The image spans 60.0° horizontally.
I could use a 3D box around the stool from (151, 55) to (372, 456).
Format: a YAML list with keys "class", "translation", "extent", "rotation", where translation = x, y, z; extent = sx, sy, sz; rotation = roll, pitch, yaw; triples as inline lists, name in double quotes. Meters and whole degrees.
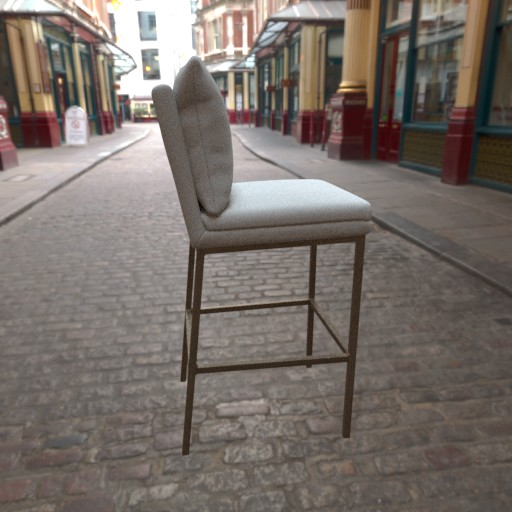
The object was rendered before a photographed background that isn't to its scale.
- class: "stool"
  translation: [0.000, 0.000, 1.419]
  extent: [0.572, 1.125, 0.463]
  rotation: [-3, 18, -10]
